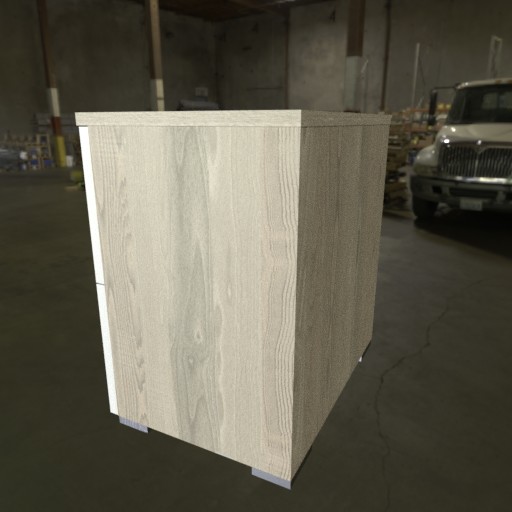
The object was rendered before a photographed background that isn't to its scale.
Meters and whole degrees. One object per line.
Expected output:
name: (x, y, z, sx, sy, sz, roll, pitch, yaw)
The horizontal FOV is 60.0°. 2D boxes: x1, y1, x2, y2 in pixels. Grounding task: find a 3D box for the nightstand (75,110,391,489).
nightstand: (0.000, 0.000, 0.756, 0.325, 0.461, 0.442, 8, 19, 26)
